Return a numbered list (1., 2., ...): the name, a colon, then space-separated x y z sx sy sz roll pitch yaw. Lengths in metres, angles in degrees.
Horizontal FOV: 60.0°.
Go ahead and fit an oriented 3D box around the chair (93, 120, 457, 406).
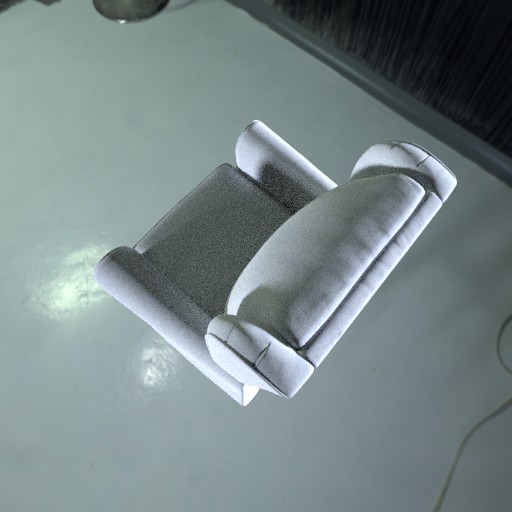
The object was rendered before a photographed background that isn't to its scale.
1. chair: 0.000 0.000 1.638 0.854 0.967 0.906 37 70 16
